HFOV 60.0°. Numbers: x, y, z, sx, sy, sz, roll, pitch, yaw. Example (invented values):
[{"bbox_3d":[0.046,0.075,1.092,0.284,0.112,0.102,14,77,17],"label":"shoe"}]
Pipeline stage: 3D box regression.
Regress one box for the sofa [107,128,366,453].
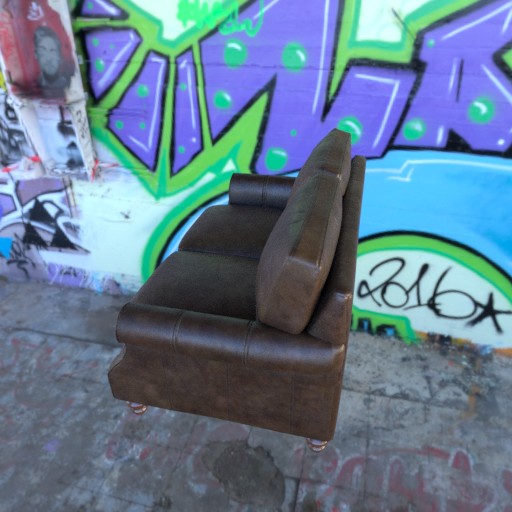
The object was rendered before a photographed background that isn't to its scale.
[{"bbox_3d":[0.000,0.000,2.248,0.990,0.976,1.616,7,31,12],"label":"sofa"}]
